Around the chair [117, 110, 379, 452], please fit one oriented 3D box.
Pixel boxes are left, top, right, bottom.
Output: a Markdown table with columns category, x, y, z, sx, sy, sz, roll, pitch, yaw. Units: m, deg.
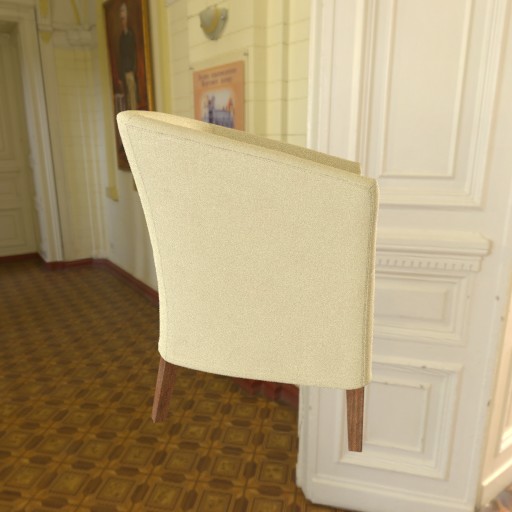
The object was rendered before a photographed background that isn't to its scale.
| category | x | y | z | sx | sy | sz | roll | pitch | yaw |
| --- | --- | --- | --- | --- | --- | --- | --- | --- | --- |
| chair | 0.000 | 0.000 | 1.319 | 0.657 | 0.822 | 0.643 | 3 | 15 | 9 |
